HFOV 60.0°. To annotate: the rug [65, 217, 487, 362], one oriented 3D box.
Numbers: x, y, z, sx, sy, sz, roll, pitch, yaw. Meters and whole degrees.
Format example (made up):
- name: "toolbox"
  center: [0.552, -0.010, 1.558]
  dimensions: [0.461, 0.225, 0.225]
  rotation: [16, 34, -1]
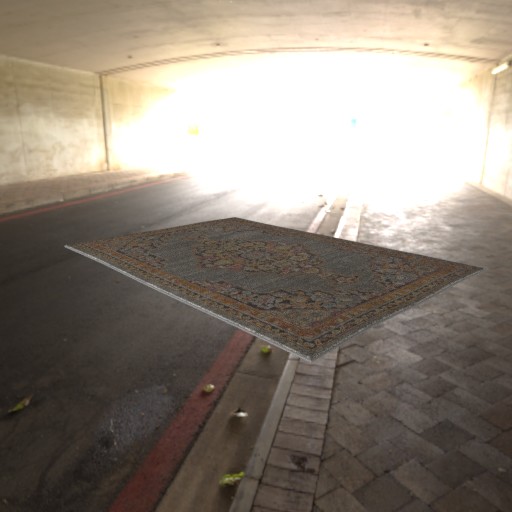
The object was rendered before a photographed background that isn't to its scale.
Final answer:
- name: "rug"
  center: [0.000, 0.000, 3.670]
  dimensions: [2.043, 0.026, 2.901]
  rotation: [-14, 21, -41]
